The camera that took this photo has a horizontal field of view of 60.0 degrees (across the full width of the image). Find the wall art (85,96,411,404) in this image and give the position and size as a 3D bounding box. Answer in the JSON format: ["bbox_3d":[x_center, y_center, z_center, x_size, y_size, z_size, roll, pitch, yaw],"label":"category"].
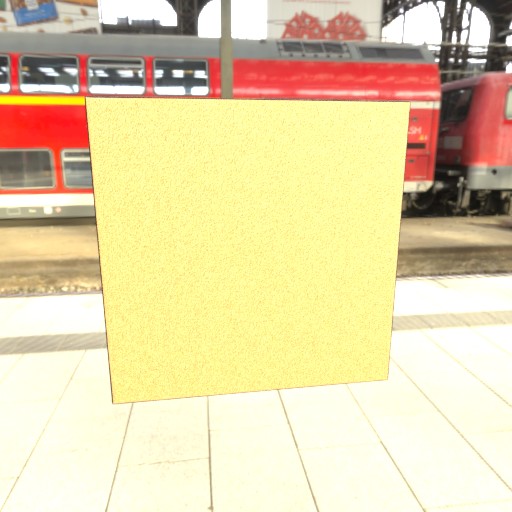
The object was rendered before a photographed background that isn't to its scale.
[{"bbox_3d":[0.000,0.000,0.677,0.456,0.453,0.022,-2,15,-9],"label":"wall art"}]
